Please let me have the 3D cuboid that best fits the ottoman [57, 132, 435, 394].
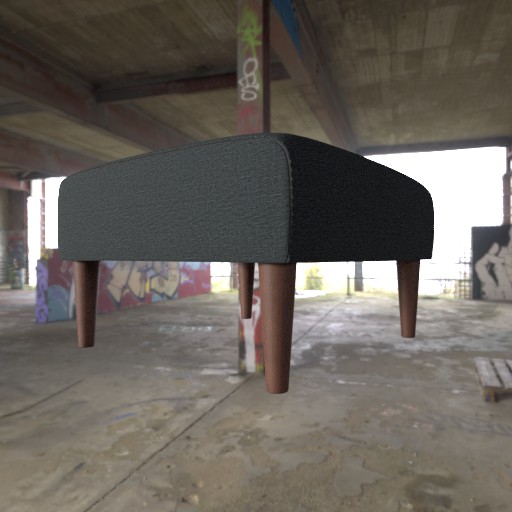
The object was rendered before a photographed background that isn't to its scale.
[{"bbox_3d":[0.000,0.000,1.033,0.649,0.398,0.650,0,0,38],"label":"ottoman"}]
